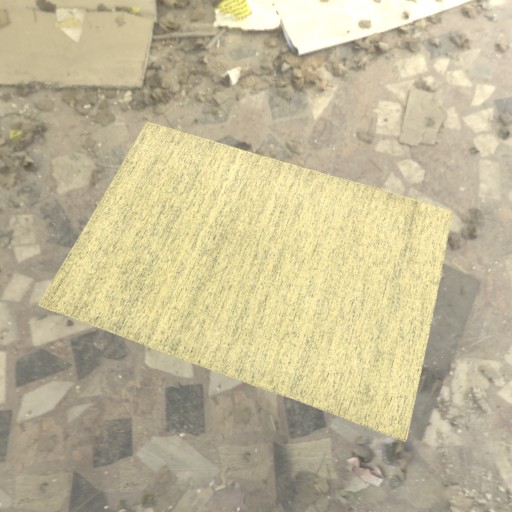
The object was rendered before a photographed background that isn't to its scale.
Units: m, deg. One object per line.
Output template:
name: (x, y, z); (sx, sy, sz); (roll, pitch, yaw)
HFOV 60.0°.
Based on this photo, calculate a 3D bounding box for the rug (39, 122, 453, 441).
rug: (0.000, 0.000, 2.826); (2.263, 0.017, 1.523); (18, 67, 8)
